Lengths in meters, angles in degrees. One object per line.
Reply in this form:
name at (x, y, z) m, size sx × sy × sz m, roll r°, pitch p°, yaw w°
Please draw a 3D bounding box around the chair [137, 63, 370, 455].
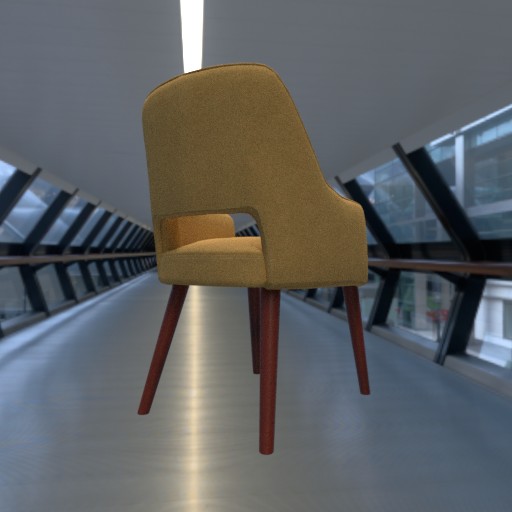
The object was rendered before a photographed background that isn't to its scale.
chair at (0.000, 0.000, 1.268) m, size 0.548 × 0.849 × 0.605 m, roll 0°, pitch -1°, yaw 37°
